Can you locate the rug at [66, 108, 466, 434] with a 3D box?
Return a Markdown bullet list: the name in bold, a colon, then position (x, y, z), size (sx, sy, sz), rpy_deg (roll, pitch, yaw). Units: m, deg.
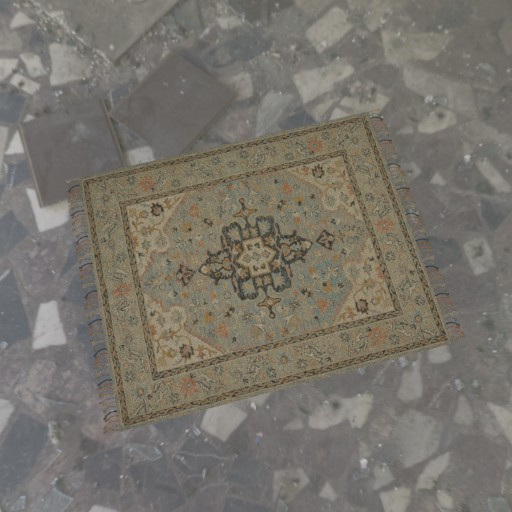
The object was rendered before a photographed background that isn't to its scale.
- **rug**: position (0.000, 0.000, 3.372), size (2.651, 0.010, 1.971), rpy_deg (-14, 75, -4)
